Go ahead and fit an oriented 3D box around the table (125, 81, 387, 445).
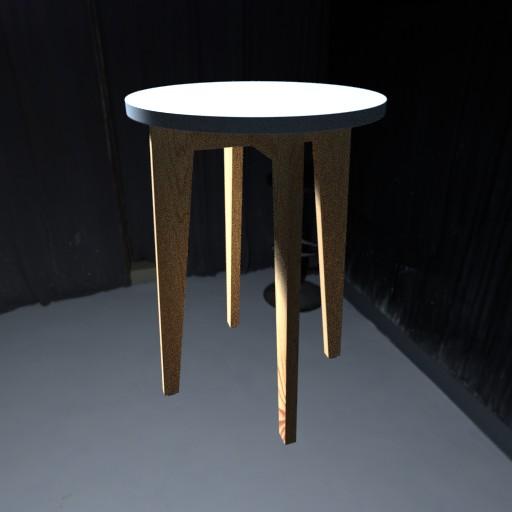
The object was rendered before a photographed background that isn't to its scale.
[{"bbox_3d":[0.000,0.000,0.726,0.350,0.500,0.350,0,27,0],"label":"table"}]
